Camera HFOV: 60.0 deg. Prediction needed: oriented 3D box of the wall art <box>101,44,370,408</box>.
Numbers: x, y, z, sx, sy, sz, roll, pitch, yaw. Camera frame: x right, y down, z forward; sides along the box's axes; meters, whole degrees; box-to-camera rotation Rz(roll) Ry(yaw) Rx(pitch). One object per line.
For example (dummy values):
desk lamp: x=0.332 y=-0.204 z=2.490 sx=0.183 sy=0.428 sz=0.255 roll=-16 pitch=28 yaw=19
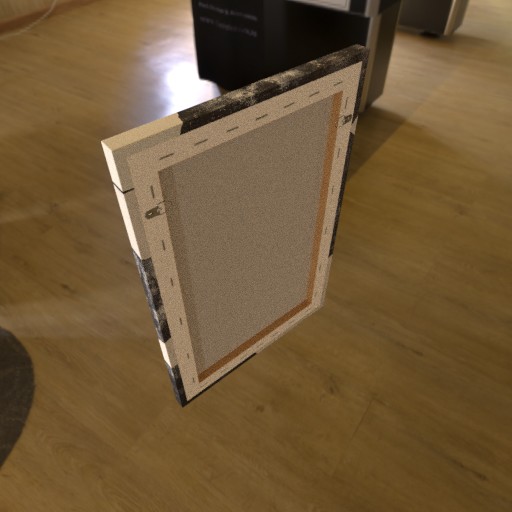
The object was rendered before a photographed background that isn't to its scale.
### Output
wall art: x=0.000 y=0.000 z=1.163 sx=0.610 sy=0.915 sz=0.041 roll=-31 pitch=54 yaw=-26
